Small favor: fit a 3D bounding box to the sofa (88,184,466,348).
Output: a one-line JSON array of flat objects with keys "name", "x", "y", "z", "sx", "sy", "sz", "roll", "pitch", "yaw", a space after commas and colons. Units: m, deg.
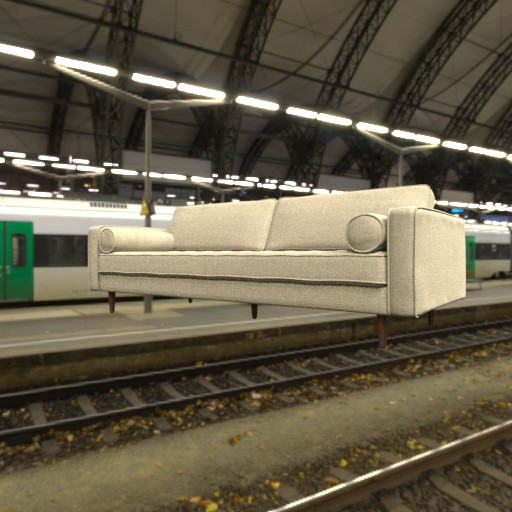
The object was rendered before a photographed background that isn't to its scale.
[{"name": "sofa", "x": 0.000, "y": 0.000, "z": 2.699, "sx": 2.211, "sy": 0.762, "sz": 0.914, "roll": 0, "pitch": 0, "yaw": 36}]
